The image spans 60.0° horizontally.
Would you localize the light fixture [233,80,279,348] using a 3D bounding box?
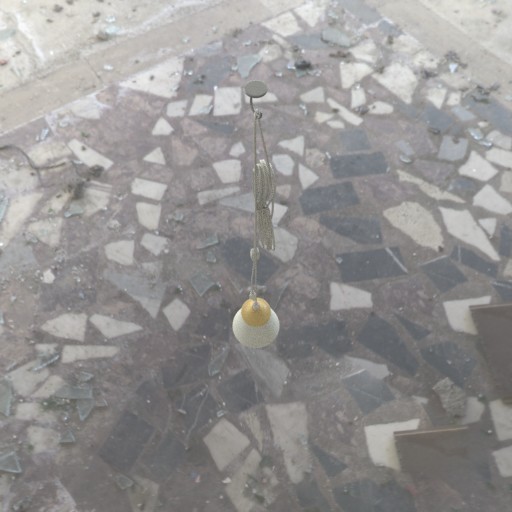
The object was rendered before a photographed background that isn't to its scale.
[{"bbox_3d":[0.000,0.000,1.027,0.153,0.966,0.153,1,62,0],"label":"light fixture"}]
